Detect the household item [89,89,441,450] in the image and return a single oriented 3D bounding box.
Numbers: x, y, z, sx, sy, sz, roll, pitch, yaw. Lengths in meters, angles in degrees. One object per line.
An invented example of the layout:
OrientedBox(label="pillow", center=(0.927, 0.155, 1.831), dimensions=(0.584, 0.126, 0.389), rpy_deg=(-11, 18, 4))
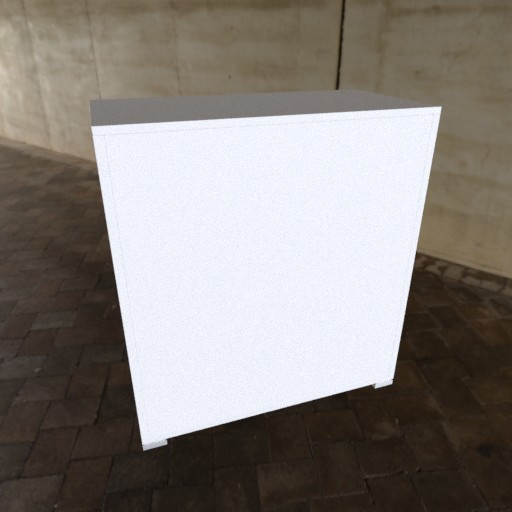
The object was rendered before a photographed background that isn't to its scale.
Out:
OrientedBox(label="household item", center=(0.000, 0.000, 1.320), dimensions=(0.800, 0.870, 0.420), rpy_deg=(-9, 28, -17))
